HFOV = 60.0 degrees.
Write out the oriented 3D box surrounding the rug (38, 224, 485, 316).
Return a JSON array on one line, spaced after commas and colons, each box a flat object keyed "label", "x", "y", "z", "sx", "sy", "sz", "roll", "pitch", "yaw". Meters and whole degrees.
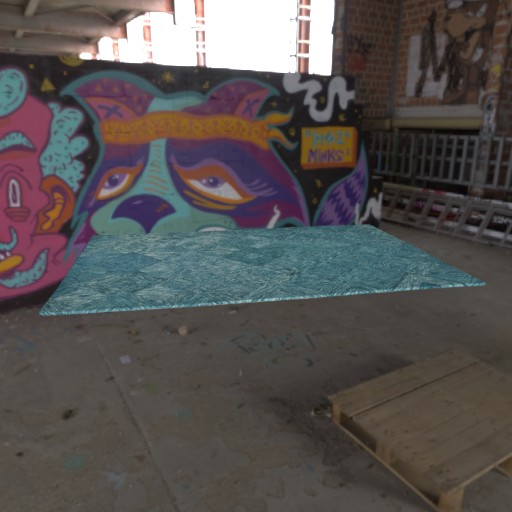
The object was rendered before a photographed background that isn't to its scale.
[{"label": "rug", "x": 0.000, "y": 0.000, "z": 2.196, "sx": 1.728, "sy": 0.017, "sz": 1.136, "roll": -3, "pitch": 17, "yaw": -10}]
